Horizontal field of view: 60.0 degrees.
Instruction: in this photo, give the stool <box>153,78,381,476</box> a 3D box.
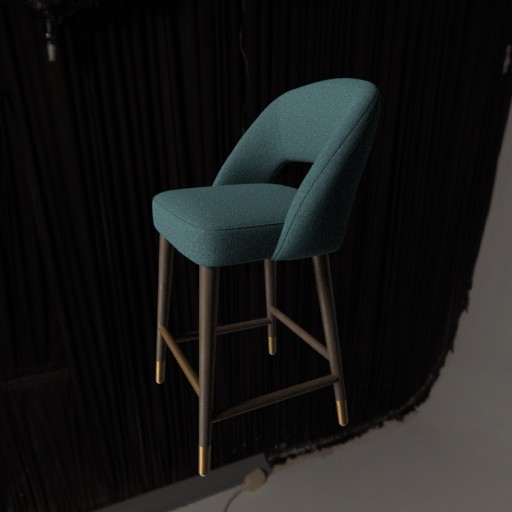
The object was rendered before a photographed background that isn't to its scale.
[{"bbox_3d":[0.000,0.000,1.244,0.522,0.939,0.536,-8,20,-24],"label":"stool"}]
